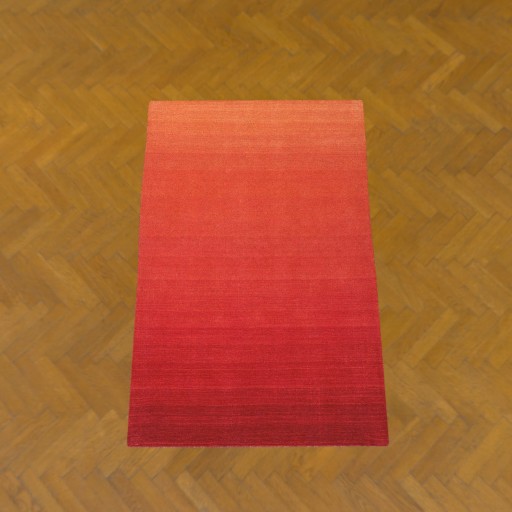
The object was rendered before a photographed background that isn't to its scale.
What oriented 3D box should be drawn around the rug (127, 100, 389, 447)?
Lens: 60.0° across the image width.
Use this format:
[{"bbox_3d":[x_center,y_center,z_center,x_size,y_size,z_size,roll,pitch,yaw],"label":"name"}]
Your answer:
[{"bbox_3d":[0.000,0.000,2.293,1.230,0.018,1.835,0,75,0],"label":"rug"}]
